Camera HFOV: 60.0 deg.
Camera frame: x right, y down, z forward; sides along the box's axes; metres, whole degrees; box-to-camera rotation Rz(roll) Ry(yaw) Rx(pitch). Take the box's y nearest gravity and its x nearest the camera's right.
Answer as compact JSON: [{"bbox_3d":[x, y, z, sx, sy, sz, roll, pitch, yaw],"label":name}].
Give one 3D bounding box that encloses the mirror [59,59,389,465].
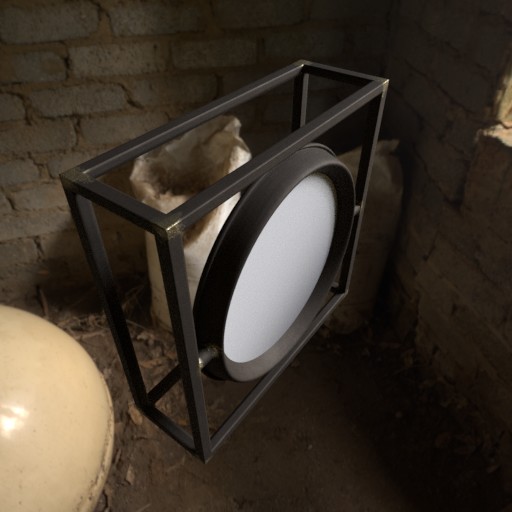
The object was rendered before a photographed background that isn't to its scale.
[{"bbox_3d":[0.000,0.000,0.469,0.107,0.303,0.306,26,47,27],"label":"mirror"}]
